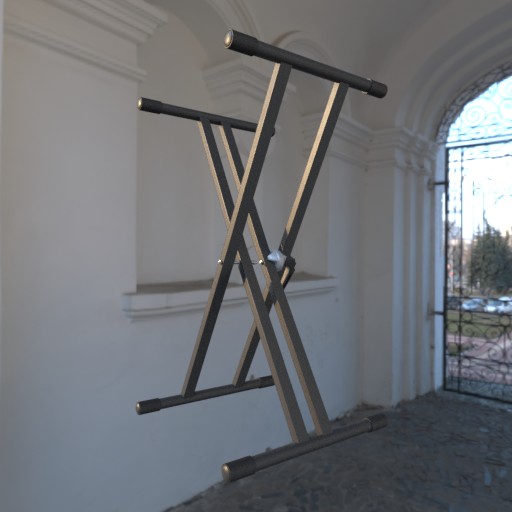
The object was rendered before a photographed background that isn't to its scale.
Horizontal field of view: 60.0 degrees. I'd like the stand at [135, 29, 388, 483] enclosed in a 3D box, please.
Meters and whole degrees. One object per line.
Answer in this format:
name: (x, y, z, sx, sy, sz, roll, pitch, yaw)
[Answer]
stand: (0.000, 0.000, 1.210, 0.495, 0.900, 0.503, 0, 0, -36)
